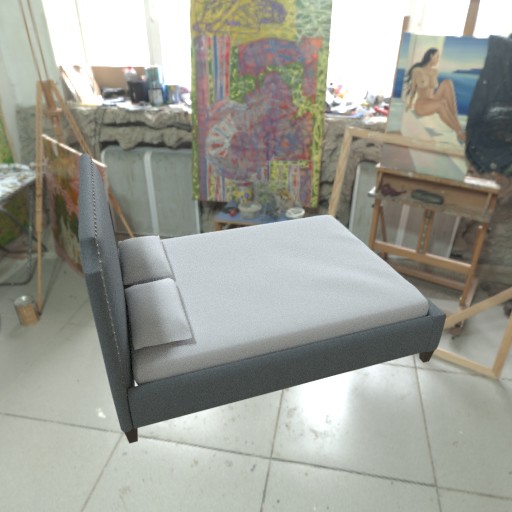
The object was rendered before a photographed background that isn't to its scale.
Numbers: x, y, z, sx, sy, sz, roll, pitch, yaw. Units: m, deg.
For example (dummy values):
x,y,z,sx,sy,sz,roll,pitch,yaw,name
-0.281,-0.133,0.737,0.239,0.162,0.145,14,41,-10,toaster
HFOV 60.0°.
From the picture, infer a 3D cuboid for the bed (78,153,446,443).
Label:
x,y,z,sx,sy,sz,roll,pitch,yaw,name
0.000,0.000,3.437,2.372,1.443,1.712,-10,32,-16,bed
